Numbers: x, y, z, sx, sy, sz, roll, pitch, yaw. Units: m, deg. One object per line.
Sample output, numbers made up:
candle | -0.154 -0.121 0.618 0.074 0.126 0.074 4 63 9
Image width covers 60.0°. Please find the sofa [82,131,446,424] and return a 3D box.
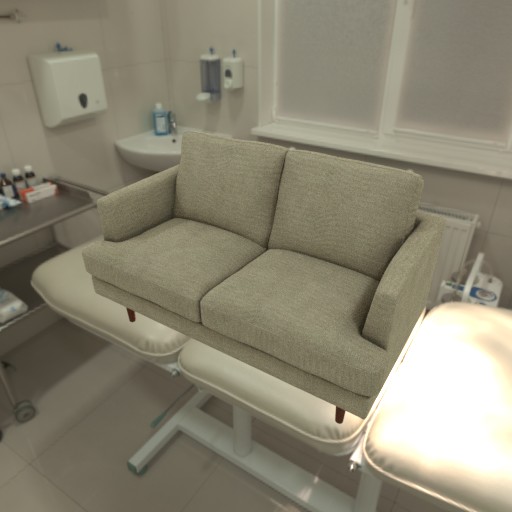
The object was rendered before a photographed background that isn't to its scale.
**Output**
sofa | 0.000 0.000 2.199 1.582 0.944 0.903 18 35 28
